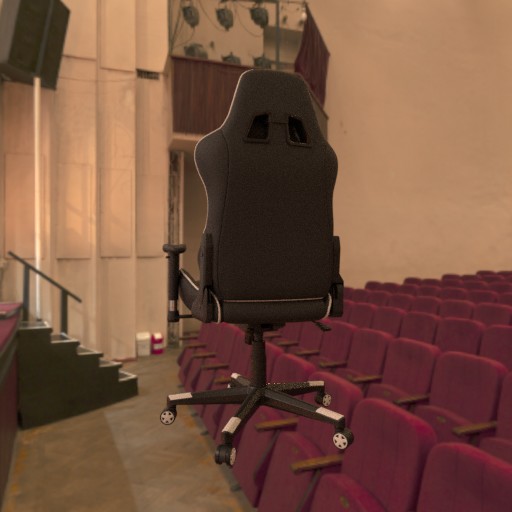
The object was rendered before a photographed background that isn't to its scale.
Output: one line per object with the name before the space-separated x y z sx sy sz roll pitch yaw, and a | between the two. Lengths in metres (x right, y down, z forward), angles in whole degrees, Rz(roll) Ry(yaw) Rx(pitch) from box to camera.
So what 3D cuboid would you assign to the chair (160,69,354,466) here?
chair | 0.000 0.000 1.675 0.700 1.240 0.700 0 0 -18
